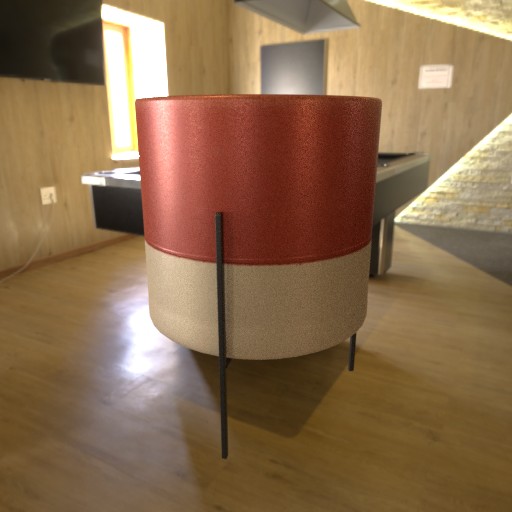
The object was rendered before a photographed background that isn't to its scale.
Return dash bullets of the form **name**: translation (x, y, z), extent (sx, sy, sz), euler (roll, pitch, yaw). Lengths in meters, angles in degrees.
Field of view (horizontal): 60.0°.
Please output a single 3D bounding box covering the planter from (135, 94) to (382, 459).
- **planter**: translation (0.000, 0.000, 0.702), extent (0.354, 0.465, 0.345), euler (16, 23, 42)
